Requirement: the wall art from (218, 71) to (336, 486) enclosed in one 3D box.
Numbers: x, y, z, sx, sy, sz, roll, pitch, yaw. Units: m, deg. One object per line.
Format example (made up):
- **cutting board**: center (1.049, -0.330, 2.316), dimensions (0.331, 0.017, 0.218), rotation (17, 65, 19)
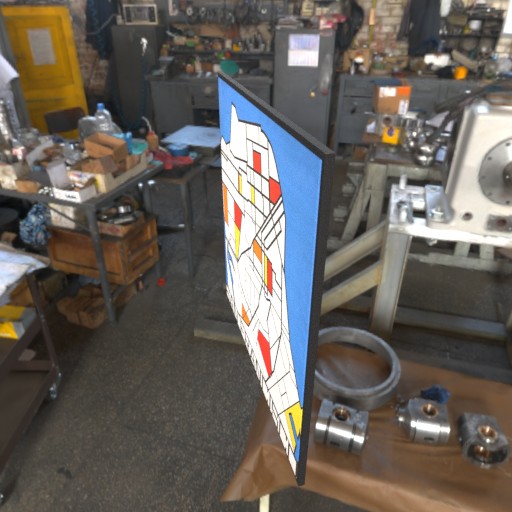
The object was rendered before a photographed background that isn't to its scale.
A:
- **wall art**: center (0.000, 0.000, 0.971), dimensions (0.015, 0.663, 0.664), rotation (-8, 32, -13)
